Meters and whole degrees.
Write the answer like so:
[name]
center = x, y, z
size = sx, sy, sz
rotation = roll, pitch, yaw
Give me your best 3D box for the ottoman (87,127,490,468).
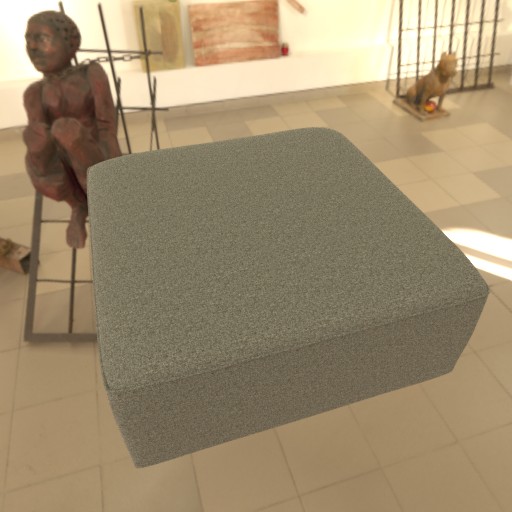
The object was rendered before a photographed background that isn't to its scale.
[ottoman]
center = 0.000, 0.000, 1.508
size = 1.005, 0.464, 1.015
rotation = -12, 43, -13
